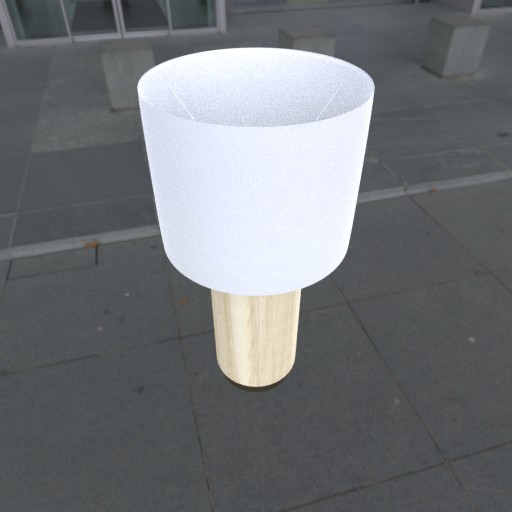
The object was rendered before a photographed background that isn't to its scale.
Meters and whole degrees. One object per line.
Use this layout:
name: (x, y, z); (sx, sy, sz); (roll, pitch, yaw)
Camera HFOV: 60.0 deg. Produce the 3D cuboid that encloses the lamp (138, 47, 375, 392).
lamp: (0.000, 0.000, 0.572); (0.228, 0.444, 0.228); (0, 40, -1)
